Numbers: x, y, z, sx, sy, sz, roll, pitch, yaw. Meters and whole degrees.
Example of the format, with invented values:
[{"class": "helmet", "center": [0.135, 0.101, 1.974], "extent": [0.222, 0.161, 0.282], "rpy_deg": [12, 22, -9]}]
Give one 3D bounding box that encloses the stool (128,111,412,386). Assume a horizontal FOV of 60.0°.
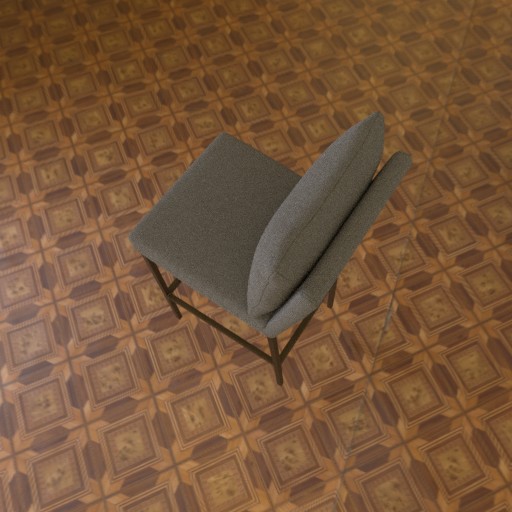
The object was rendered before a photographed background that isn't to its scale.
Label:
[{"class": "stool", "center": [0.000, 0.000, 1.423], "extent": [0.569, 1.132, 0.463], "rpy_deg": [32, 69, 14]}]
